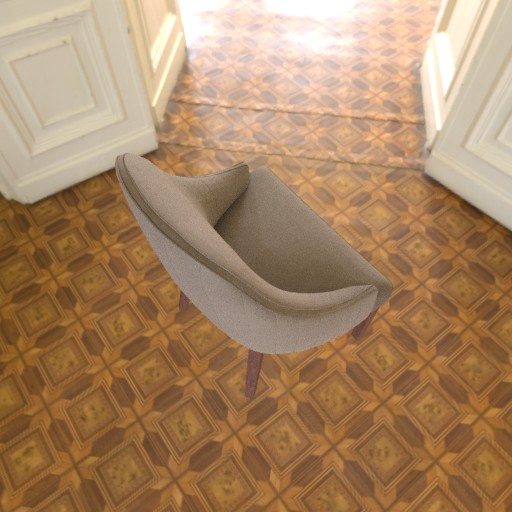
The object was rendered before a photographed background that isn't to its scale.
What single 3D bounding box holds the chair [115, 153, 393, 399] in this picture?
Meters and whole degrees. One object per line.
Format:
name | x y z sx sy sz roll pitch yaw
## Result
chair | 0.000 0.000 1.312 0.575 0.889 0.643 -33 64 -19
